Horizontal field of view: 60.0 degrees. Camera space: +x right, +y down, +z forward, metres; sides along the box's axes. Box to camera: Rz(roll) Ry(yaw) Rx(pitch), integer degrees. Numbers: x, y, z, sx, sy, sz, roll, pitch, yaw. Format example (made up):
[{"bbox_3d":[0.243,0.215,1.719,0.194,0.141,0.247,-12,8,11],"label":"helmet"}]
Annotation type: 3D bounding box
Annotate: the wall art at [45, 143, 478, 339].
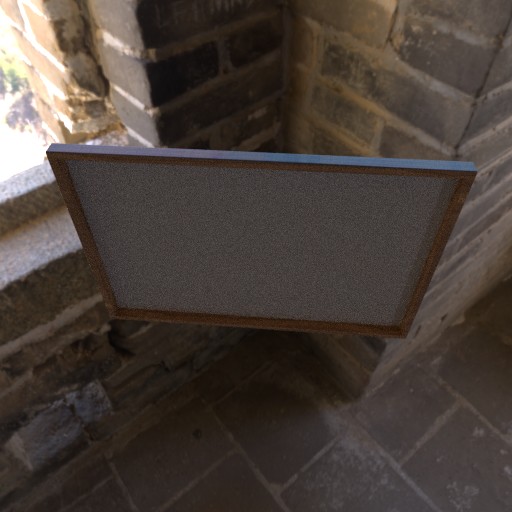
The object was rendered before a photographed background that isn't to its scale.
[{"bbox_3d":[0.000,0.000,1.159,0.911,0.605,0.037,3,46,3],"label":"wall art"}]
